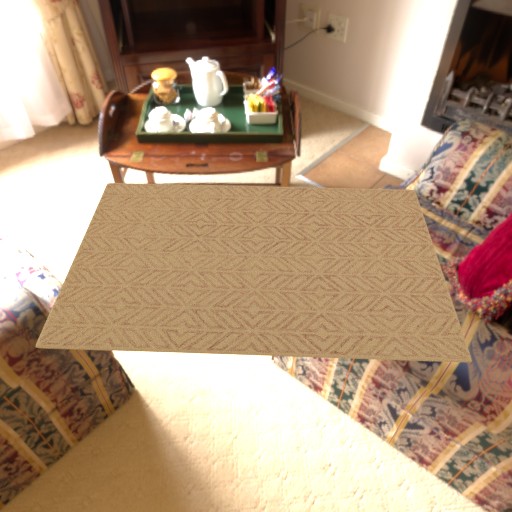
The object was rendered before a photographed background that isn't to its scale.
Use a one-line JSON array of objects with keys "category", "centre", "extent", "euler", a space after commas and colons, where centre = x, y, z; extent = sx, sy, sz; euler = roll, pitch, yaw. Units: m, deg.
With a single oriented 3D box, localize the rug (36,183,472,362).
[{"category": "rug", "centre": [0.000, 0.000, 2.989], "extent": [2.438, 0.008, 1.523], "euler": [2, 46, 2]}]
